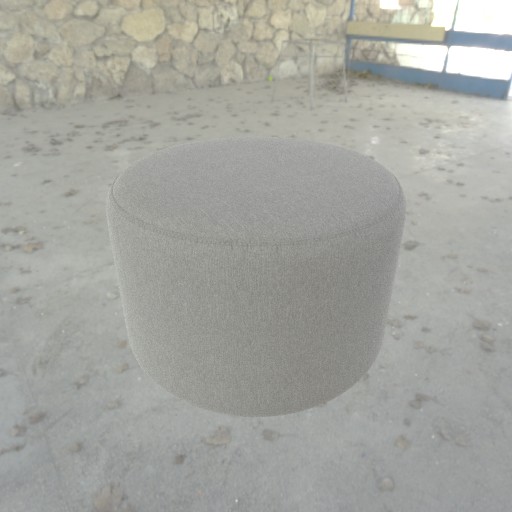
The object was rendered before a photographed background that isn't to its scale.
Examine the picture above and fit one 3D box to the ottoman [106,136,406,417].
[{"bbox_3d":[0.000,0.000,1.006,0.608,0.433,0.608,0,29,0],"label":"ottoman"}]
